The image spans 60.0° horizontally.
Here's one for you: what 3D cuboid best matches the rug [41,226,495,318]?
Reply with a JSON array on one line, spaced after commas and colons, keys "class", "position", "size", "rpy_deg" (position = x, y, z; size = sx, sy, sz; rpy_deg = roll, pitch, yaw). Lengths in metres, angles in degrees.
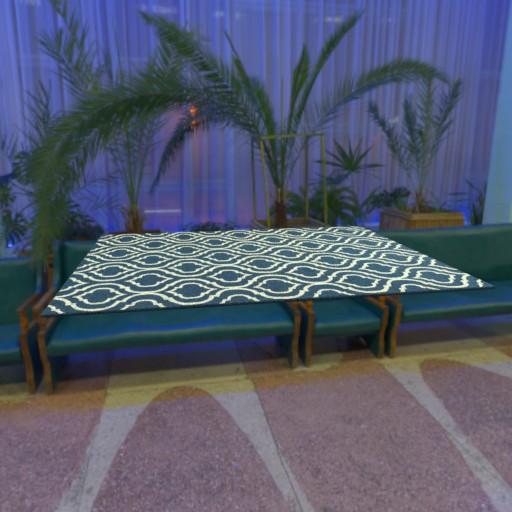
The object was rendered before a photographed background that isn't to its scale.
[{"class": "rug", "position": [0.000, 0.000, 3.825], "size": [2.881, 0.020, 2.270], "rpy_deg": [-3, 15, -10]}]
